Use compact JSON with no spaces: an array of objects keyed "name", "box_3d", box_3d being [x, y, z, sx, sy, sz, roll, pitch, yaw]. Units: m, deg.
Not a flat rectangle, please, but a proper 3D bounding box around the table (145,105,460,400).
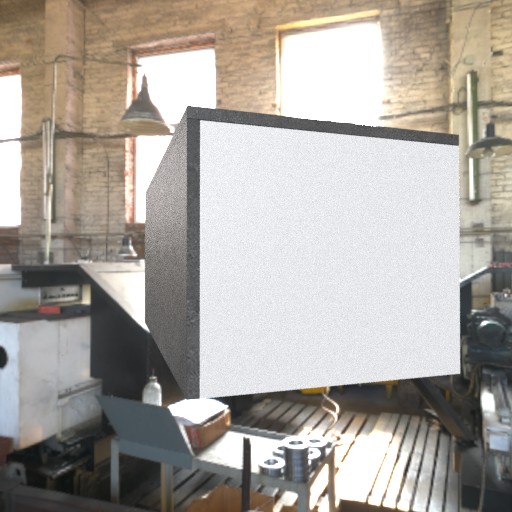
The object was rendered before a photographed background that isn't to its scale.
[{"name":"table","box_3d":[0.000,0.000,0.919,0.400,0.350,0.700,0,-1,-18]}]
